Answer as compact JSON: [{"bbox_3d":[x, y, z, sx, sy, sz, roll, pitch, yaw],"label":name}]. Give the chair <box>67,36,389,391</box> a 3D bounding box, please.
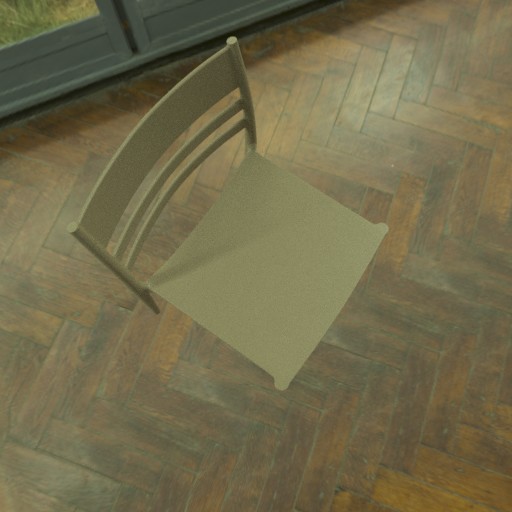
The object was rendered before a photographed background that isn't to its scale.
[{"bbox_3d":[0.000,0.000,1.126,0.511,0.800,0.531,34,77,9],"label":"chair"}]
